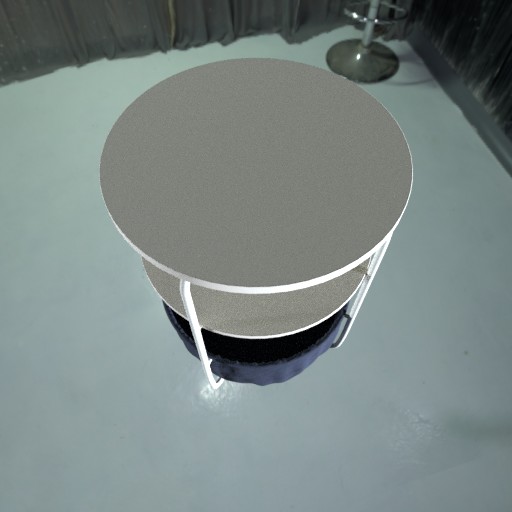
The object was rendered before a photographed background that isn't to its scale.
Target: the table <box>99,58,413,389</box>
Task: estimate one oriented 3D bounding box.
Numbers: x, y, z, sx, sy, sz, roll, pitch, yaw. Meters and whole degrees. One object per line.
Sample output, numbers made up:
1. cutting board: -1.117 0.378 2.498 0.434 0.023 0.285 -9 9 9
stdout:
1. table: 0.000 0.000 0.826 0.418 0.532 0.418 -16 59 -10
